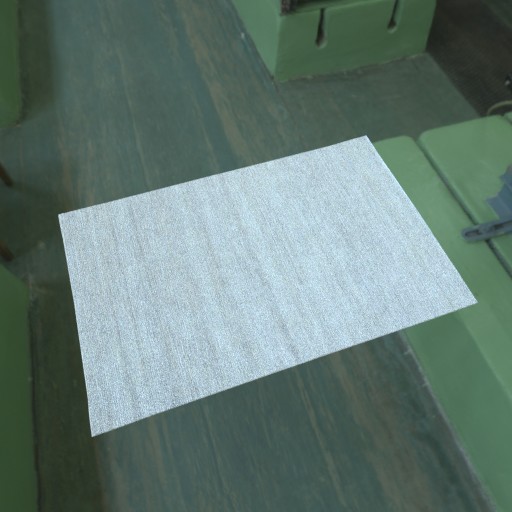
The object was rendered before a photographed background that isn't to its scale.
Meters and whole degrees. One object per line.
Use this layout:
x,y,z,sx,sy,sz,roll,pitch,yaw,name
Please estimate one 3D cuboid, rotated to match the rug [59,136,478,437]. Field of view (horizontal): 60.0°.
0.000,0.000,2.222,1.820,0.022,1.179,-16,60,-10,rug
